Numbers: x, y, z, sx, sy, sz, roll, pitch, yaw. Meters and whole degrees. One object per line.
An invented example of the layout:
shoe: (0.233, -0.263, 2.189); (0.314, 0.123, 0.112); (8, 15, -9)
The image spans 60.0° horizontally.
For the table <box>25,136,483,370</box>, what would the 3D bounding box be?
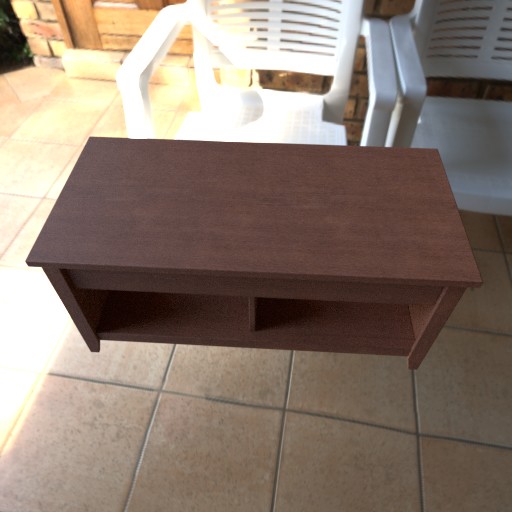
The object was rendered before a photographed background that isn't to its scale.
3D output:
table: (0.000, 0.000, 1.309); (1.016, 0.457, 0.483); (3, 50, 2)
